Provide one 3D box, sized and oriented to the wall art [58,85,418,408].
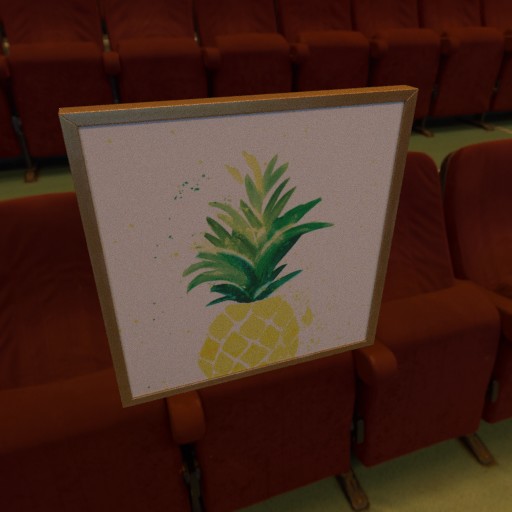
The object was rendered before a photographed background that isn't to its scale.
[{"bbox_3d":[0.000,0.000,0.742,0.510,0.509,0.033,-10,32,-16],"label":"wall art"}]
